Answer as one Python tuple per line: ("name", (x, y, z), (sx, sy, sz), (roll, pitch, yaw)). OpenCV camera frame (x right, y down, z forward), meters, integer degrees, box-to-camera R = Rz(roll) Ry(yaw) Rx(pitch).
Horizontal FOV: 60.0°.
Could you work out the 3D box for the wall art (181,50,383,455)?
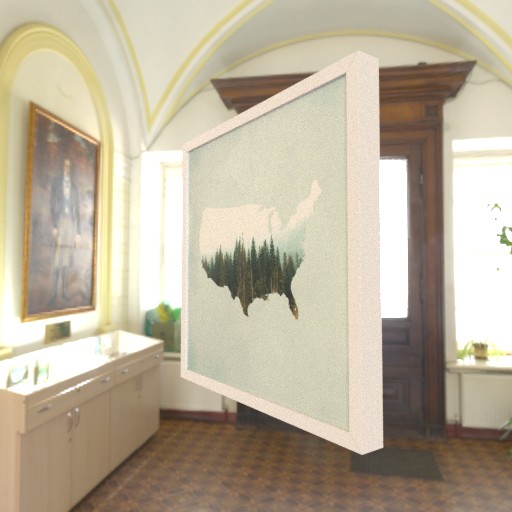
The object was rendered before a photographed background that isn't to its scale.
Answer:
("wall art", (0.000, 0.000, 0.776), (0.040, 0.509, 0.509), (2, -3, -35))
